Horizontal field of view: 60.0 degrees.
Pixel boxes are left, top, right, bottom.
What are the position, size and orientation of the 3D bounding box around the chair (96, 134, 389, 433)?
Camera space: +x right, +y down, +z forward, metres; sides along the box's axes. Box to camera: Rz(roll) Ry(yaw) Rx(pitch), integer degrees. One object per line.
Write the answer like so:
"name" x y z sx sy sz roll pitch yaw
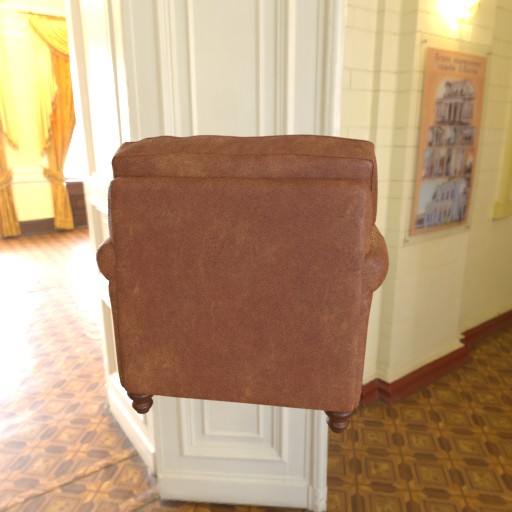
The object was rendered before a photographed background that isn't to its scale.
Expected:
"chair" 0.000 0.000 1.817 0.983 0.962 0.986 2 16 8
